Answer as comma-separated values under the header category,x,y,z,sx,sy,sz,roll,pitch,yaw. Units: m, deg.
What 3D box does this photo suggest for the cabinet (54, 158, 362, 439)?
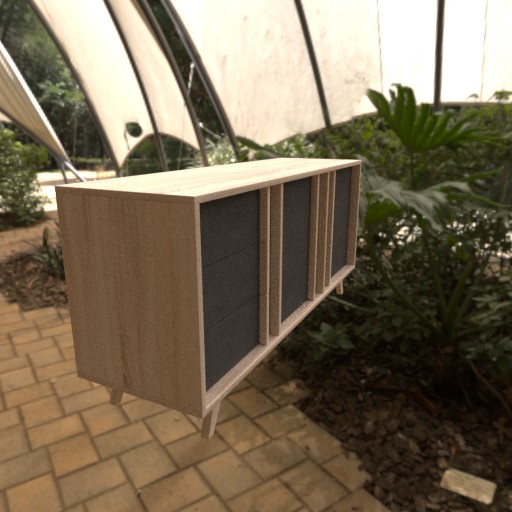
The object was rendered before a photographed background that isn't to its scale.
category,x,y,z,sx,sy,sz,roll,pitch,yaw
cabinet,0.000,0.000,2.015,0.500,0.780,1.650,8,17,26
